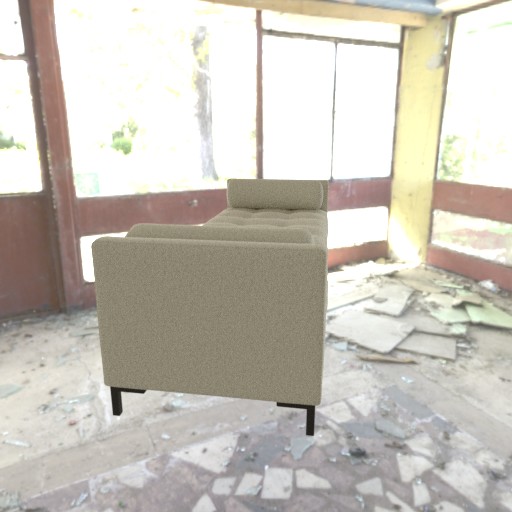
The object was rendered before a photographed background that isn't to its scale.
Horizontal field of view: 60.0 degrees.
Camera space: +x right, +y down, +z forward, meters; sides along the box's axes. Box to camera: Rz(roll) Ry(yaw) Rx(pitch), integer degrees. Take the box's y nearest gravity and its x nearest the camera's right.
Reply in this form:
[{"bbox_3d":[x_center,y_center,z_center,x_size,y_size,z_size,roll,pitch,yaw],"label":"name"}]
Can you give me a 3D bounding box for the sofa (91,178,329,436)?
[{"bbox_3d":[0.000,0.000,2.319,0.746,0.641,1.985,2,16,9],"label":"sofa"}]
